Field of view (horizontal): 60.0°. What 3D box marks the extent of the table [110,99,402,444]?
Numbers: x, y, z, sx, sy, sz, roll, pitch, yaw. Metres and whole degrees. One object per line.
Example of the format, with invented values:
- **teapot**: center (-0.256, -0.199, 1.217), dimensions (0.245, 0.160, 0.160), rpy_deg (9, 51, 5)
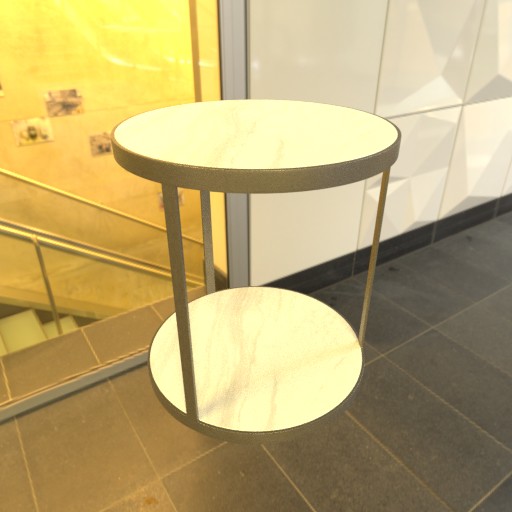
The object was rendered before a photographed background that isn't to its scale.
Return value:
- **table**: center (0.000, 0.000, 0.822), dimensions (0.445, 0.479, 0.445), rpy_deg (0, 29, 0)
